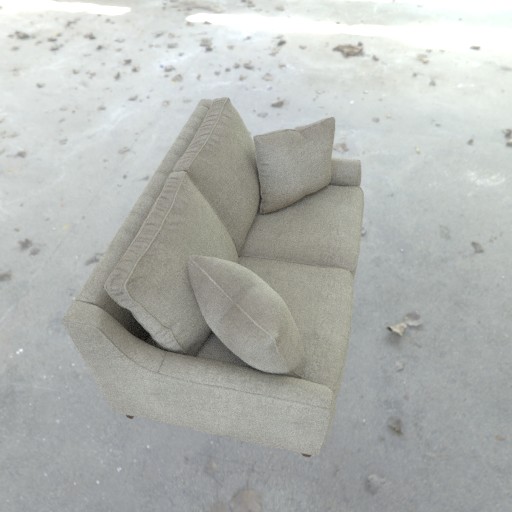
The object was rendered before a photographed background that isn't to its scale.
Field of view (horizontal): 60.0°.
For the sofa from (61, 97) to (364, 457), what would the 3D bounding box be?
[{"bbox_3d":[0.000,0.000,1.992,0.915,0.863,1.422,10,48,9],"label":"sofa"}]
